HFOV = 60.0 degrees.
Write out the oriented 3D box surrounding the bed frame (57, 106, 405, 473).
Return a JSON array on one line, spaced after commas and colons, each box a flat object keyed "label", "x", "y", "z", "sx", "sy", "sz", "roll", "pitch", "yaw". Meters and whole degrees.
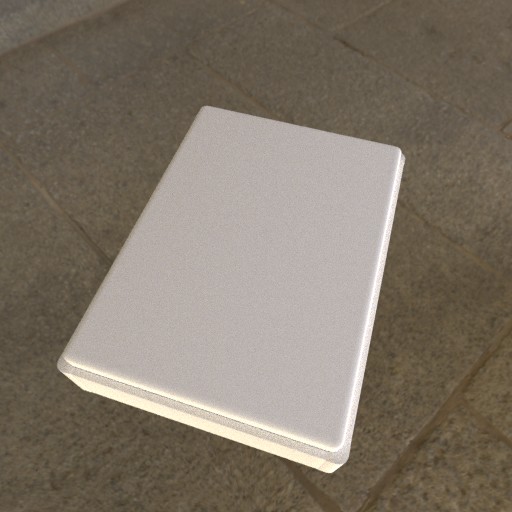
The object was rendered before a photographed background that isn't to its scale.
[{"label": "bed frame", "x": 0.000, "y": 0.000, "z": 2.547, "sx": 1.400, "sy": 0.406, "sz": 1.900, "roll": 15, "pitch": 59, "yaw": 9}]
